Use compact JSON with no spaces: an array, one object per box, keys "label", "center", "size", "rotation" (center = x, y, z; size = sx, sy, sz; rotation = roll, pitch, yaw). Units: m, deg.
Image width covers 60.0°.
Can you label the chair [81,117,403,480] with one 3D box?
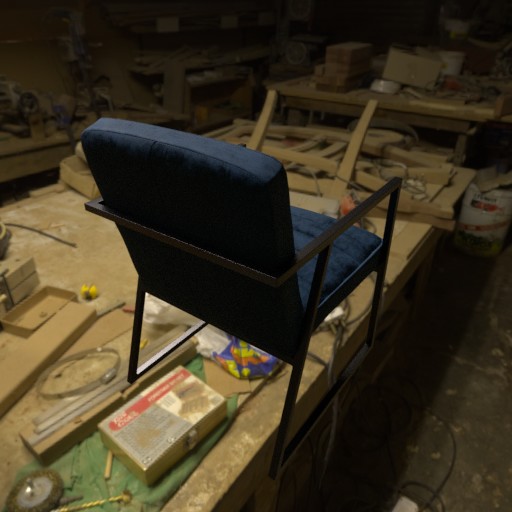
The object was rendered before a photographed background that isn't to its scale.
[{"label":"chair","center":[0.000,0.000,1.272],"size":[0.571,0.833,0.677],"rotation":[21,36,31]}]
